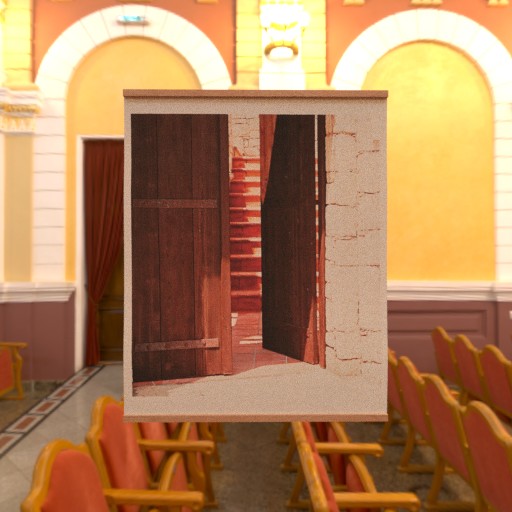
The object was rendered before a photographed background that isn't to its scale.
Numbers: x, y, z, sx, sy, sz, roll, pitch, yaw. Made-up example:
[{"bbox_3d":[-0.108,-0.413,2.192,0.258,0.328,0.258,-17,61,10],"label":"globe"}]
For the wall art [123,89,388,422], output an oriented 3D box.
[{"bbox_3d":[0.000,0.000,0.684,0.406,0.508,0.013,0,0,-1],"label":"wall art"}]
